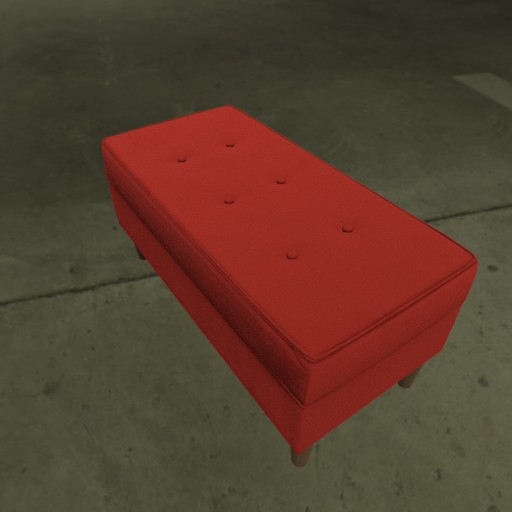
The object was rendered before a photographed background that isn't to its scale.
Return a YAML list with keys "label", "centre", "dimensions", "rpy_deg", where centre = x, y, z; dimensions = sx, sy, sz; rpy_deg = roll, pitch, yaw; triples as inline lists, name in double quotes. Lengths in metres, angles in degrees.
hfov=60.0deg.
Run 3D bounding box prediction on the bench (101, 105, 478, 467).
- label: "bench"
  centre: [0.000, 0.000, 1.287]
  dimensions: [0.492, 0.471, 1.016]
  rpy_deg: [-25, 47, -26]
